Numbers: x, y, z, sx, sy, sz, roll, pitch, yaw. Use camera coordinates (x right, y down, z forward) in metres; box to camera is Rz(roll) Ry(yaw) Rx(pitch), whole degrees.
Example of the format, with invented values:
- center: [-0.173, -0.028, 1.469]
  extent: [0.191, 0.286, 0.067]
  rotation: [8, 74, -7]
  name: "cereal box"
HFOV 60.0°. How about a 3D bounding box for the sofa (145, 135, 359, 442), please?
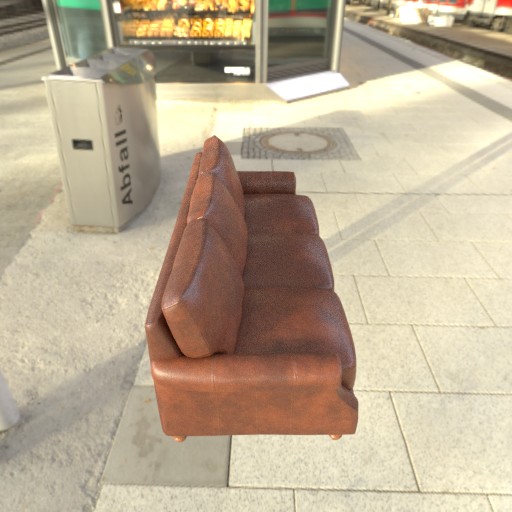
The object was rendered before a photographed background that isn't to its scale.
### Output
- center: [0.000, 0.000, 2.904]
  extent: [0.973, 0.977, 2.351]
  rotation: [0, 32, -1]
  name: "sofa"
